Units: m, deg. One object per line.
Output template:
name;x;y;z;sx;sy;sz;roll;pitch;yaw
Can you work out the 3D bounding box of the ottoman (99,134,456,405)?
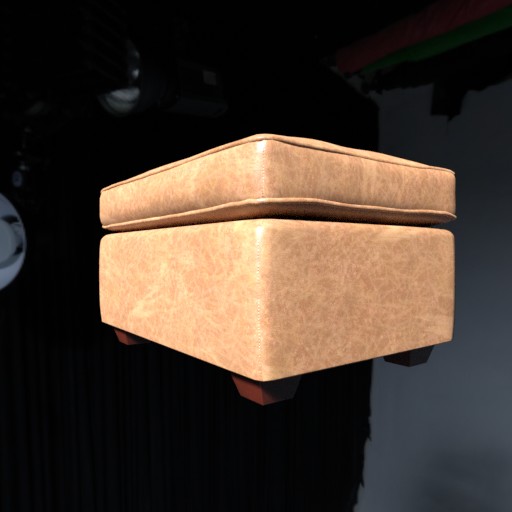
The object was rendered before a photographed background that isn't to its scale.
ottoman;0.000;0.000;1.091;0.554;0.468;0.756;0;0;-37
